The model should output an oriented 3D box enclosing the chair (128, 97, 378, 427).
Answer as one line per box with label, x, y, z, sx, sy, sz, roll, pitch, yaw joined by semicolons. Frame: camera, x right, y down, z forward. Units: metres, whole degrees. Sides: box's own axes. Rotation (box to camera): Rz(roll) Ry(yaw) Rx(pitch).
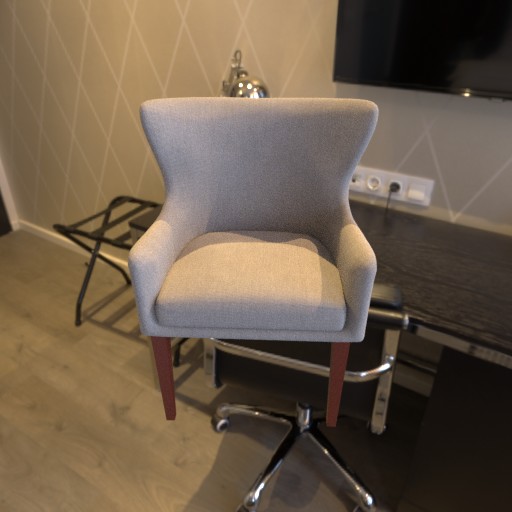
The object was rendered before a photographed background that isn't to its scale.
chair;0.000;0.000;1.485;0.732;0.948;0.677;1;30;2
